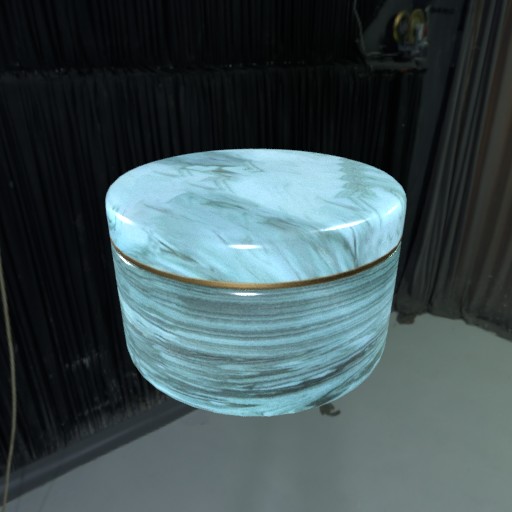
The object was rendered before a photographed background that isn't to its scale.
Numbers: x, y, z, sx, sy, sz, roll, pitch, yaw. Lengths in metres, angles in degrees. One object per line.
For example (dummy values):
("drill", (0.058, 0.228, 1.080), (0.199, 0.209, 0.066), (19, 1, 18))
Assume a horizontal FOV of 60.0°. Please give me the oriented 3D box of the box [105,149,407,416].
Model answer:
("box", (0.000, 0.000, 0.167), (0.101, 0.063, 0.101), (0, 26, 0))
